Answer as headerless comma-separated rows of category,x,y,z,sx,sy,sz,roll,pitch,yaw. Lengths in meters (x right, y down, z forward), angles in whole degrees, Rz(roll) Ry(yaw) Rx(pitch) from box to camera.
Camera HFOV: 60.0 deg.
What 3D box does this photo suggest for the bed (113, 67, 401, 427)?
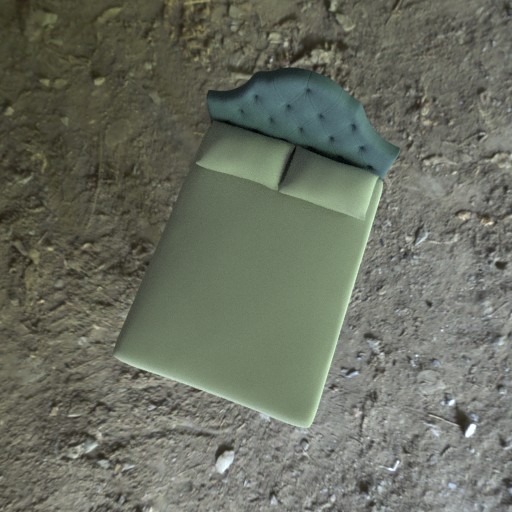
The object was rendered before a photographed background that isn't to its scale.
bed,0.000,0.000,3.320,1.636,1.575,2.155,19,76,5
